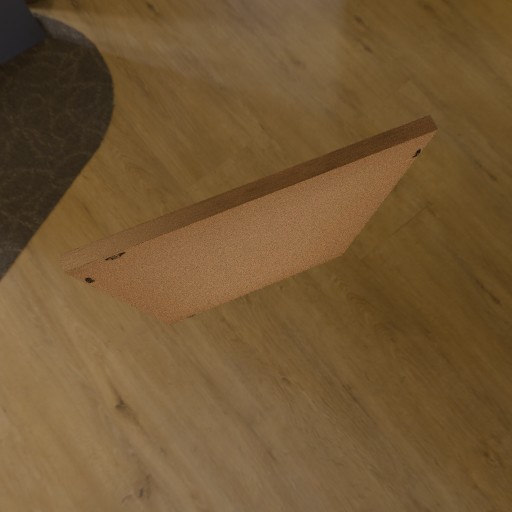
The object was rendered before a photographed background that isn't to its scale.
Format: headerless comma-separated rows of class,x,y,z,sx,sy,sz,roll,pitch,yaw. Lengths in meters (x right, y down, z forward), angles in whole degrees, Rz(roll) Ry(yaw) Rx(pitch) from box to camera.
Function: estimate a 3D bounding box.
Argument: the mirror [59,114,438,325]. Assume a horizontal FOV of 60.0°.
mirror,0.000,0.000,1.332,0.762,1.016,0.041,-22,77,-5
